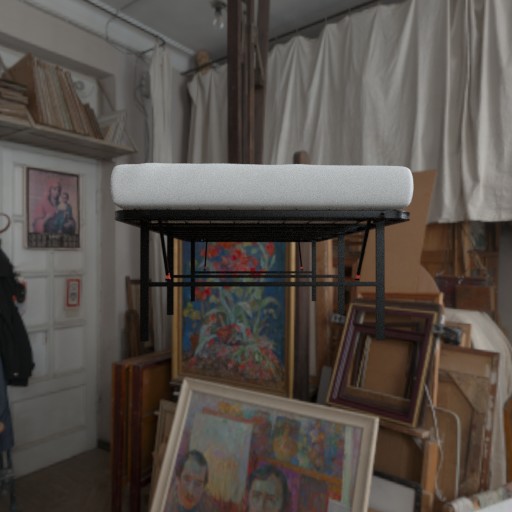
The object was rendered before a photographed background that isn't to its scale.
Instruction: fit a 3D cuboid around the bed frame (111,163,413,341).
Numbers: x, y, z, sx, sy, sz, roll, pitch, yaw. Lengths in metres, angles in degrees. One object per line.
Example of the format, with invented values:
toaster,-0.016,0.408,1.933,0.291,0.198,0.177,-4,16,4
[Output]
bed frame,0.000,0.000,2.344,0.989,0.619,1.903,0,0,-2
